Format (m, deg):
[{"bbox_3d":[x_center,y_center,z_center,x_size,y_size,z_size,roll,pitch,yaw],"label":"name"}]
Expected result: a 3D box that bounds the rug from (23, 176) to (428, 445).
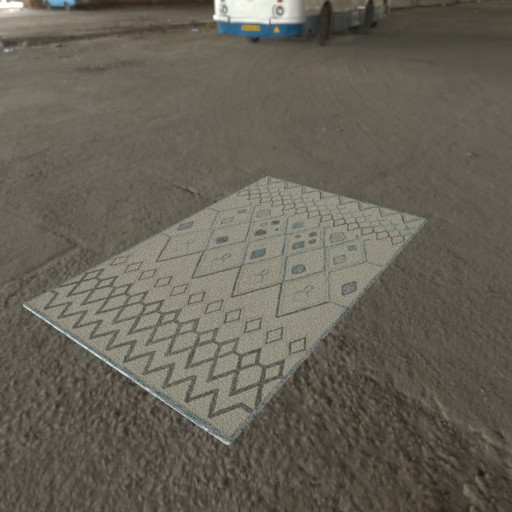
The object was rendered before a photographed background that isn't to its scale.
[{"bbox_3d":[0.000,0.000,2.985,1.524,0.015,2.439,21,38,30],"label":"rug"}]
